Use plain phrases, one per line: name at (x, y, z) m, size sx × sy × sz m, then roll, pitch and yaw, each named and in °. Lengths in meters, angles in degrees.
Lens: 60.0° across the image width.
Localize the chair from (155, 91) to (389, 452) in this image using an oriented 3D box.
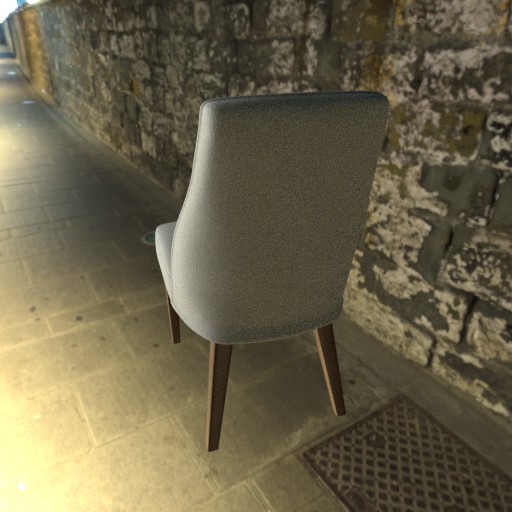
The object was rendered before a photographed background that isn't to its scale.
chair at (0.000, 0.000, 1.249) m, size 0.500 × 0.930 × 0.620 m, roll -9°, pitch 28°, yaw -17°
